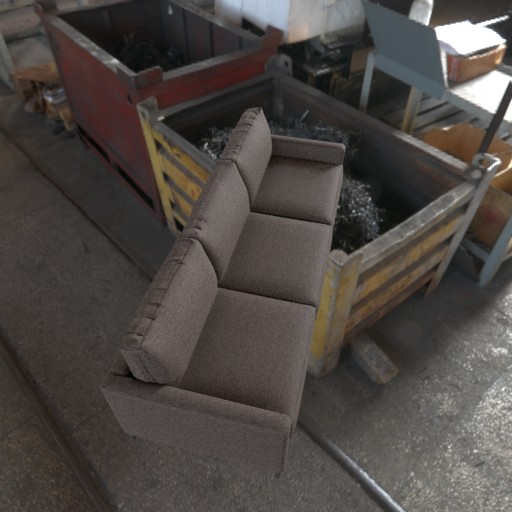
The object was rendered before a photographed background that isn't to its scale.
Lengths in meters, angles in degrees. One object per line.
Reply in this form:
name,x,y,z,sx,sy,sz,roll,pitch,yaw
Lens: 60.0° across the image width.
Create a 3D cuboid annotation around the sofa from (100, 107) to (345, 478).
sofa,0.000,0.000,2.742,0.876,0.882,2.253,10,47,10
